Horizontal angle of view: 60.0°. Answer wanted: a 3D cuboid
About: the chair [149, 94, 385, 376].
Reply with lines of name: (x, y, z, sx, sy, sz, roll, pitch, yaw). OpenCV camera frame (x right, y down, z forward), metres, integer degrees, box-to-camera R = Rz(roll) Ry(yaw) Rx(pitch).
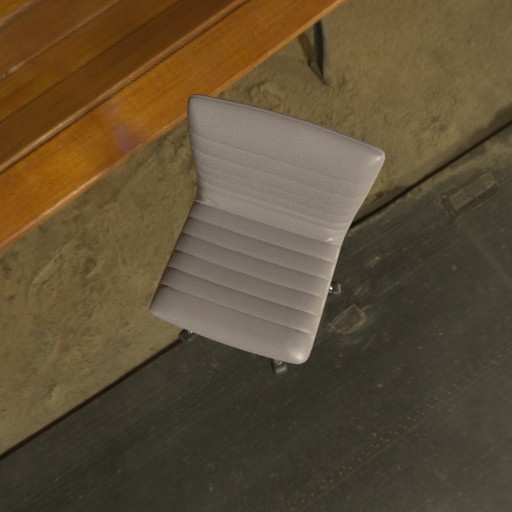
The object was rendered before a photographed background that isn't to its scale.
chair: (0.000, 0.000, 1.165, 0.569, 0.750, 0.542, 18, 76, 5)
